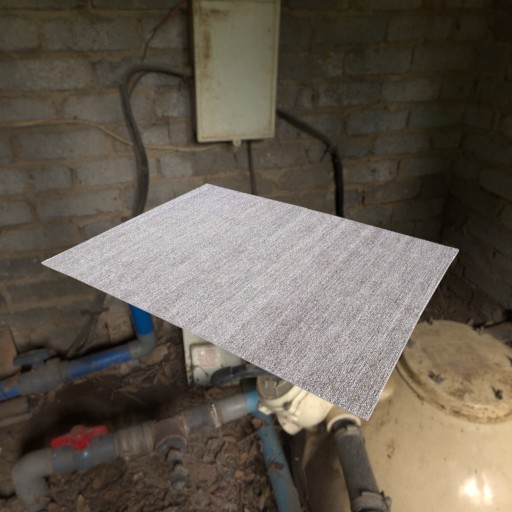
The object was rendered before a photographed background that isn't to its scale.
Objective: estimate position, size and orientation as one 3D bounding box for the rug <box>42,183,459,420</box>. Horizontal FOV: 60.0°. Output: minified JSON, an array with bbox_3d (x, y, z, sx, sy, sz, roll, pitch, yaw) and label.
[{"bbox_3d":[0.000,0.000,4.234,3.202,0.045,2.434,19,35,29],"label":"rug"}]
